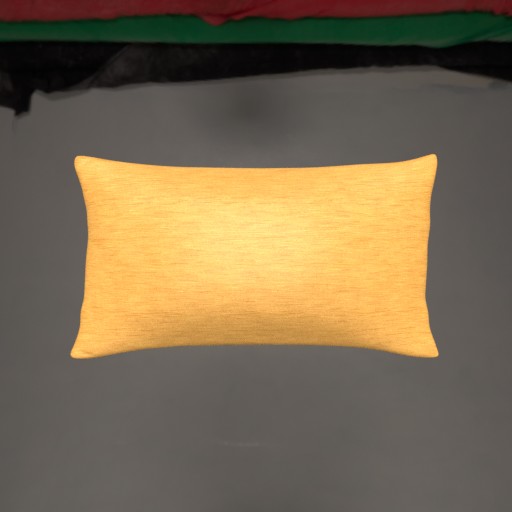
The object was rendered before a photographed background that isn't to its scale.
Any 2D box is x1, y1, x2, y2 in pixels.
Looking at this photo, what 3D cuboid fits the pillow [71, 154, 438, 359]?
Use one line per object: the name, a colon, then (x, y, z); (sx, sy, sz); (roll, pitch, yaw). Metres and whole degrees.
pillow: (0.000, 0.000, 0.775); (0.634, 0.354, 0.210); (0, 0, -1)
